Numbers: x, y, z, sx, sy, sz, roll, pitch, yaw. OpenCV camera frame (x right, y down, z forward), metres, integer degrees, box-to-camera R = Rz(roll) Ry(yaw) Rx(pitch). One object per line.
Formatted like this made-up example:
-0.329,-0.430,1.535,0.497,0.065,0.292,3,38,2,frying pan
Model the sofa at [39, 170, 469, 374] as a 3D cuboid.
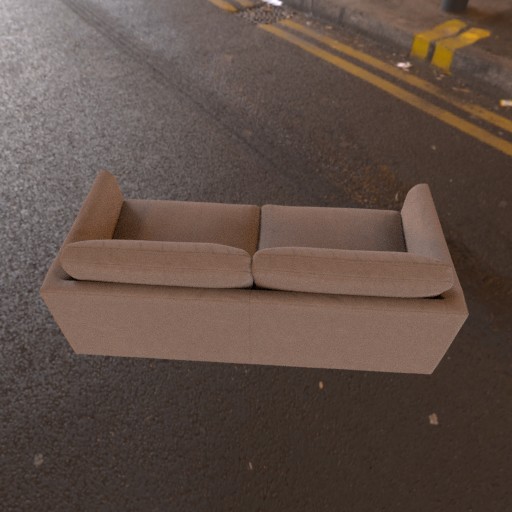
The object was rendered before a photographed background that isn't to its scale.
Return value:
0.000,0.000,2.808,2.588,0.838,1.090,3,47,2,sofa
